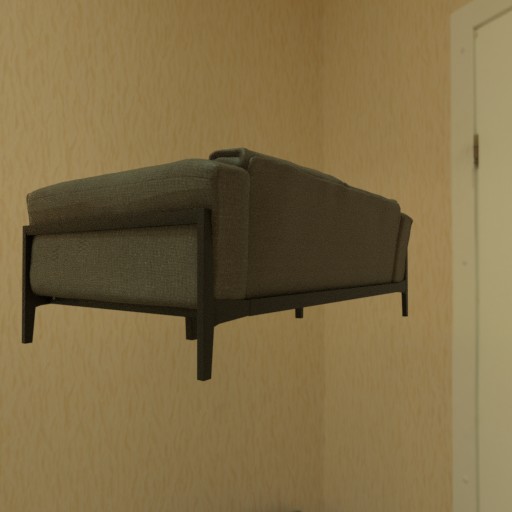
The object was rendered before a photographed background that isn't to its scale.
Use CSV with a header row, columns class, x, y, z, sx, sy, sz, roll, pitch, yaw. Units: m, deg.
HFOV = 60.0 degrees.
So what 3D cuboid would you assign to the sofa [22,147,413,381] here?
class,x,y,z,sx,sy,sz,roll,pitch,yaw
sofa,0.000,0.000,2.050,0.960,0.656,1.690,-1,-1,36
